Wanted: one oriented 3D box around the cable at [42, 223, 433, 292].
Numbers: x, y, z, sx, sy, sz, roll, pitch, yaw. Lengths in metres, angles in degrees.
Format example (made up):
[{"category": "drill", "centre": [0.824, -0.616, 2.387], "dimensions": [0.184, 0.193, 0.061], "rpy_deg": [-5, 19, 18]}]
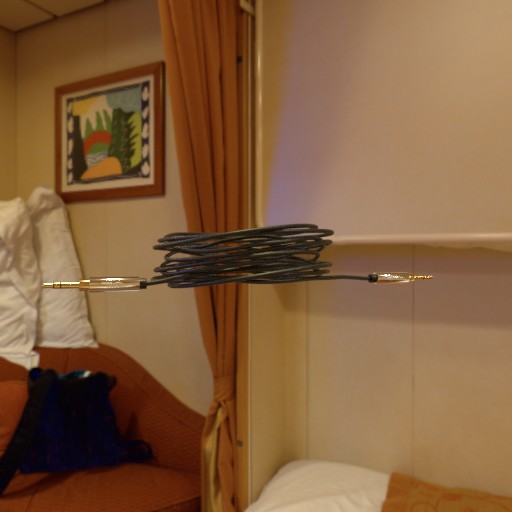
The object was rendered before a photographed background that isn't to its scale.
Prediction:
[{"category": "cable", "centre": [0.000, 0.000, 0.508], "dimensions": [0.432, 0.069, 0.198], "rpy_deg": [0, 0, -19]}]
